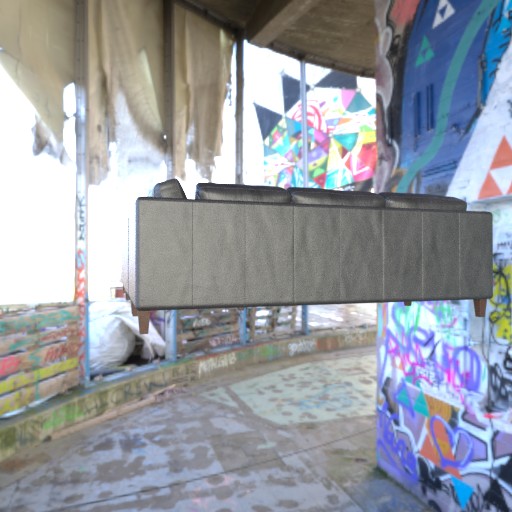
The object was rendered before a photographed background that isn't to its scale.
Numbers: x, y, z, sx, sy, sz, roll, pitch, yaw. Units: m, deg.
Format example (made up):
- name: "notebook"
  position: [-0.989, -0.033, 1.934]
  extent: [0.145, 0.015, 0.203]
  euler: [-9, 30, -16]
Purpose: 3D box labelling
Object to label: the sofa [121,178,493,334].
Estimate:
- name: "sofa"
  position: [0.000, 0.000, 4.323]
  extent: [2.452, 0.891, 3.324]
  euler: [0, -1, -18]
